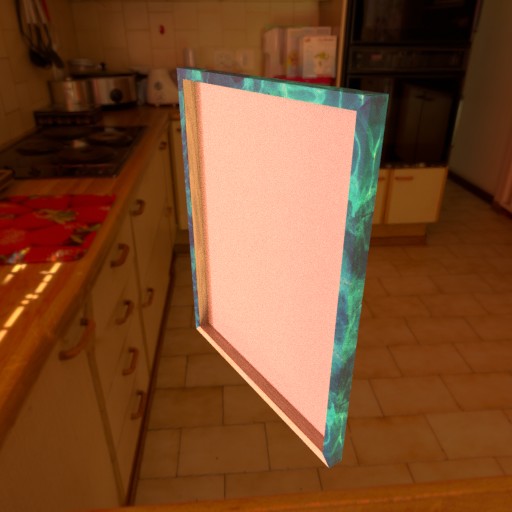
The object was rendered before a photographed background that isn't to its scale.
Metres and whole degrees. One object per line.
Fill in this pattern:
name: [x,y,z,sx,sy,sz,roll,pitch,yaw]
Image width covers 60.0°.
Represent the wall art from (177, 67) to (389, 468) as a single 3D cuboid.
wall art: [0.000,0.000,1.013,0.038,0.760,0.609,-18,32,-30]
